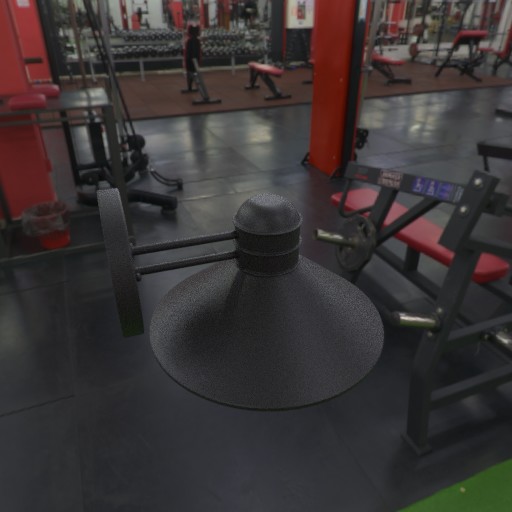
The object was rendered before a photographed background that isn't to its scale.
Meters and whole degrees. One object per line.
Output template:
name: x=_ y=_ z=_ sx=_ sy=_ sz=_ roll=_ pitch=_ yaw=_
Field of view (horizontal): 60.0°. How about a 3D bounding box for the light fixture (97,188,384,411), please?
light fixture: x=0.000 y=0.000 z=0.699 sx=0.434 sy=0.265 sz=0.396 roll=-10 pitch=32 yaw=-17
